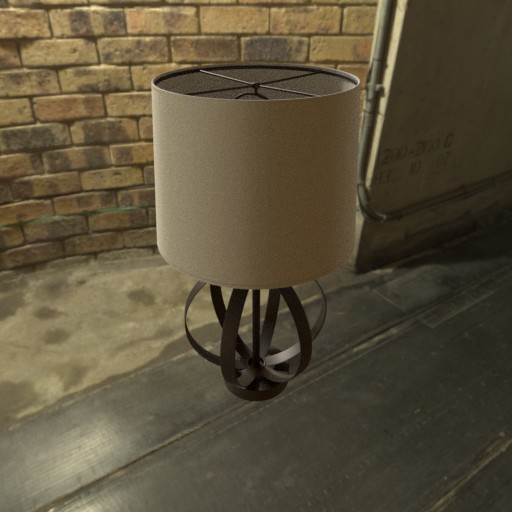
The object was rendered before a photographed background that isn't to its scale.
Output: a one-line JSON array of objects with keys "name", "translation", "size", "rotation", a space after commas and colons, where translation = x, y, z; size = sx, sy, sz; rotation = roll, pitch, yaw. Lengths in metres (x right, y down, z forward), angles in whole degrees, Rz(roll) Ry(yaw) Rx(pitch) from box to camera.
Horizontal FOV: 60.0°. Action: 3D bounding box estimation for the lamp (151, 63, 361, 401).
[{"name": "lamp", "translation": [0.000, 0.000, 0.675], "size": [0.286, 0.510, 0.286], "rotation": [0, 31, 0]}]
